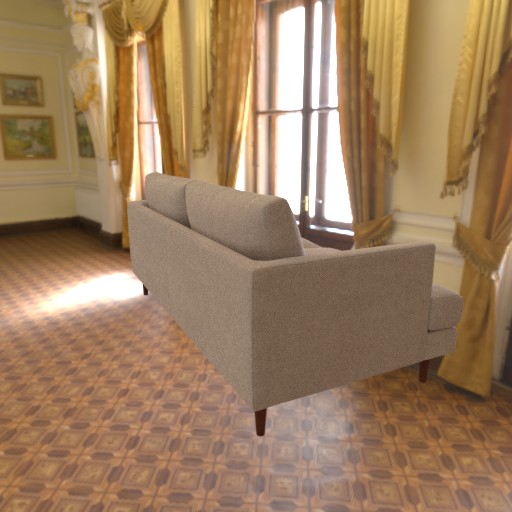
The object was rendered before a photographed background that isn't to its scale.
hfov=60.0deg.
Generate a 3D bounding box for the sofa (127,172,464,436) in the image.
[{"bbox_3d":[0.000,0.000,2.492,1.020,0.868,1.948,-7,16,-26],"label":"sofa"}]
